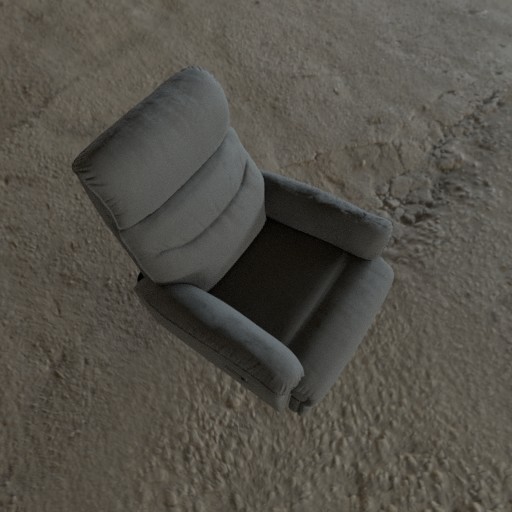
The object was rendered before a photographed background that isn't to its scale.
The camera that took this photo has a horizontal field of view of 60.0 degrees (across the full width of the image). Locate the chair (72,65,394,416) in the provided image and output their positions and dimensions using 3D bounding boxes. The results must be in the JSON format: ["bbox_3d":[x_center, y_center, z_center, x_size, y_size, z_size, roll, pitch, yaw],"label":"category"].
[{"bbox_3d":[0.000,0.000,1.731,1.004,1.037,0.820,31,65,17],"label":"chair"}]
